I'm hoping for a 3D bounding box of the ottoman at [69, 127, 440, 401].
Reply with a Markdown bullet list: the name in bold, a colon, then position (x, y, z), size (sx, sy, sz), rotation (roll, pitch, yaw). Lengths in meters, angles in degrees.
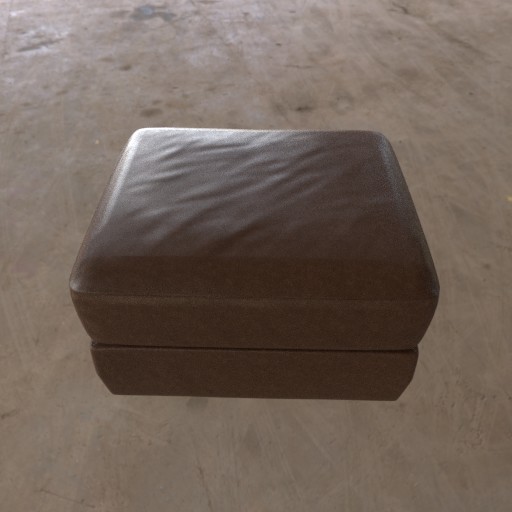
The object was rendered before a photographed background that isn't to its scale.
- **ottoman**: position (0.000, 0.000, 1.151), size (0.751, 0.476, 0.603), rotation (1, 45, 1)
